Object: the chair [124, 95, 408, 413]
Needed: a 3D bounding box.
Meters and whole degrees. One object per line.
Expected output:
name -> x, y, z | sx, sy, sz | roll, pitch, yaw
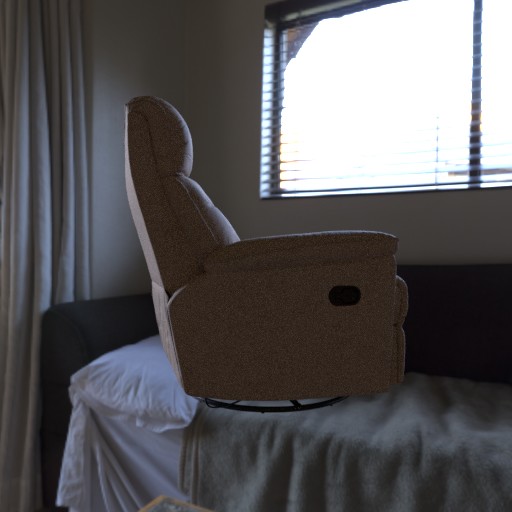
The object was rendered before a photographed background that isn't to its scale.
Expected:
chair -> 0.000, 0.000, 1.755 | 1.004, 1.037, 0.820 | 0, 0, -17
